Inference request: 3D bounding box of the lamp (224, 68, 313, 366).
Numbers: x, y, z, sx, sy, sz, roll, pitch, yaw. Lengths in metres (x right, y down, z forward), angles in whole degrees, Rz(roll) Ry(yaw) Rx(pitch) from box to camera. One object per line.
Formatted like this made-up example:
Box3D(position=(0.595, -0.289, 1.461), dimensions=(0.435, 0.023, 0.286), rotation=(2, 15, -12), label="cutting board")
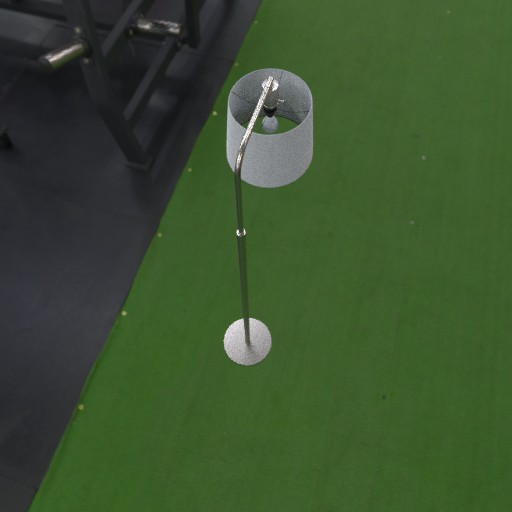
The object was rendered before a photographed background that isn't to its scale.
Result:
Box3D(position=(0.000, 0.000, 1.667), dimensions=(0.254, 1.478, 0.508), rotation=(17, 64, 8), label="lamp")
